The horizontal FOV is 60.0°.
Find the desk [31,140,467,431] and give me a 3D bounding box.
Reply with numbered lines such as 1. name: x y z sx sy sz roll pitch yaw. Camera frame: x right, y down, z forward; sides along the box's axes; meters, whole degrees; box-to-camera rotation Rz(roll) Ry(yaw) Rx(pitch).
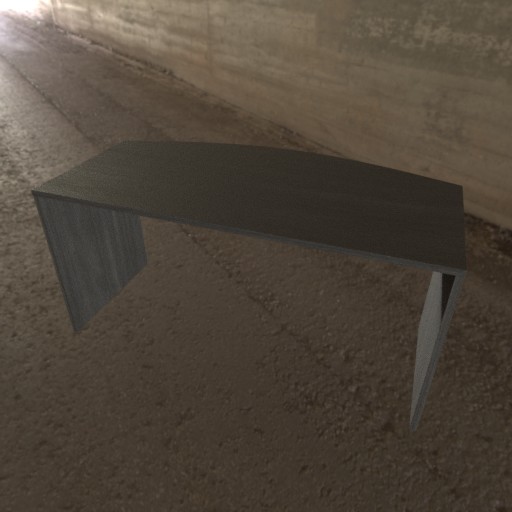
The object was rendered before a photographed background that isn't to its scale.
1. desk: 0.000 0.000 2.037 1.600 0.750 0.802 11 35 17
